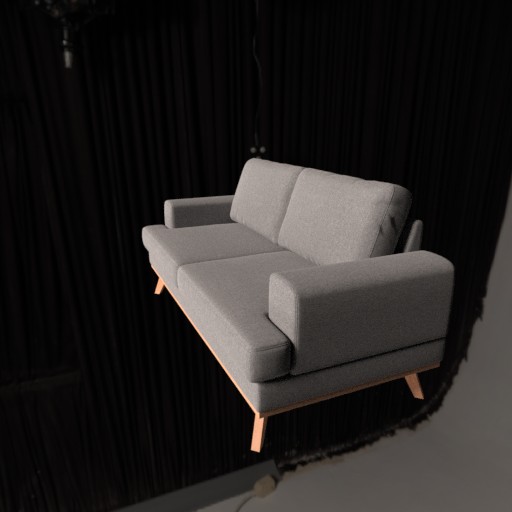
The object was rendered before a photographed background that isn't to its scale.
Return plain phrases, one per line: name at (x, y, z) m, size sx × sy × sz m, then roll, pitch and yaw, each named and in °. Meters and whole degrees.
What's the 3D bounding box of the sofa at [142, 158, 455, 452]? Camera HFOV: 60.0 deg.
sofa at (0.000, 0.000, 2.101) m, size 0.785 × 0.810 × 1.650 m, roll -8°, pitch 19°, yaw -23°
